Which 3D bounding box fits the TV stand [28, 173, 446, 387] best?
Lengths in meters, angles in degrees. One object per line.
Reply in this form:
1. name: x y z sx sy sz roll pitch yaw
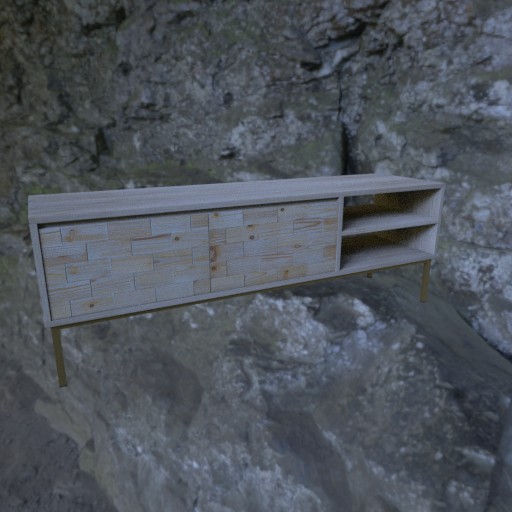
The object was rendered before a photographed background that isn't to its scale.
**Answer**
1. TV stand: 0.000 0.000 1.816 1.600 0.550 0.420 -8 19 -25
